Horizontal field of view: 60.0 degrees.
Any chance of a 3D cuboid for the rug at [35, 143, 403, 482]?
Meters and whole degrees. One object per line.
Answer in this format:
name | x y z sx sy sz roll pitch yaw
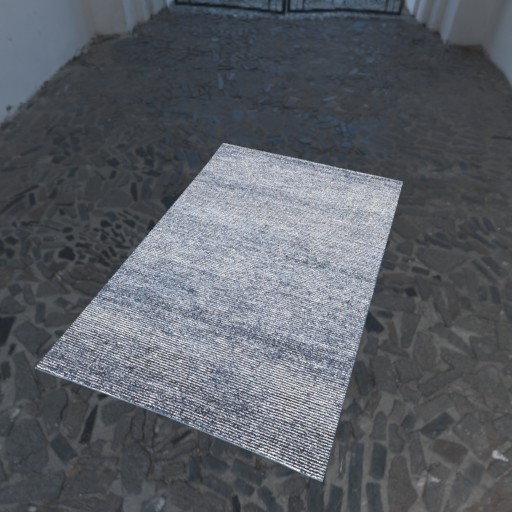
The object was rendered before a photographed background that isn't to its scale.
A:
rug | 0.000 0.000 2.115 1.135 0.010 1.740 16 47 15
